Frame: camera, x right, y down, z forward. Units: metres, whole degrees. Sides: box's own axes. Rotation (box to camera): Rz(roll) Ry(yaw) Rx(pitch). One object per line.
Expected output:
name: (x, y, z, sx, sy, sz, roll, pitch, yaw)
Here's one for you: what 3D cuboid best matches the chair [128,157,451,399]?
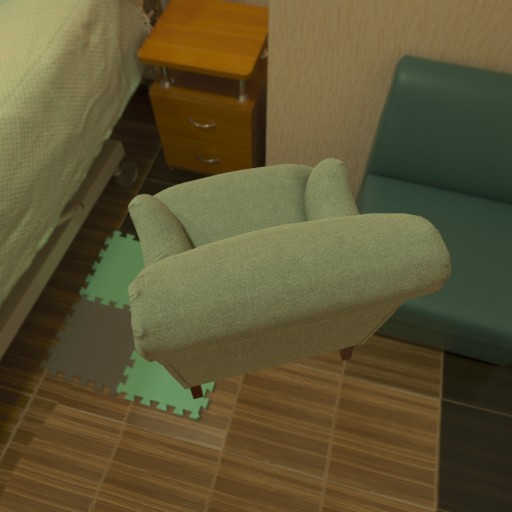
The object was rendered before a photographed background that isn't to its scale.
chair: (0.000, 0.000, 1.906, 0.964, 1.178, 1.060, -12, 59, -8)
